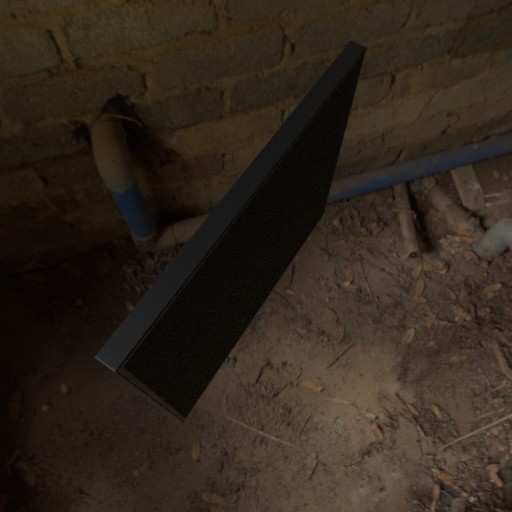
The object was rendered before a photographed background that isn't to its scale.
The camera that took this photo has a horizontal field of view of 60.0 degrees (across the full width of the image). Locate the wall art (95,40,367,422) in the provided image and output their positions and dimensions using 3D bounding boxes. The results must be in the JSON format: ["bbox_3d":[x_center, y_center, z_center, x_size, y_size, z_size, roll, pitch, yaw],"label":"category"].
[{"bbox_3d":[0.000,0.000,0.752,0.029,0.458,0.559,30,67,14],"label":"wall art"}]
